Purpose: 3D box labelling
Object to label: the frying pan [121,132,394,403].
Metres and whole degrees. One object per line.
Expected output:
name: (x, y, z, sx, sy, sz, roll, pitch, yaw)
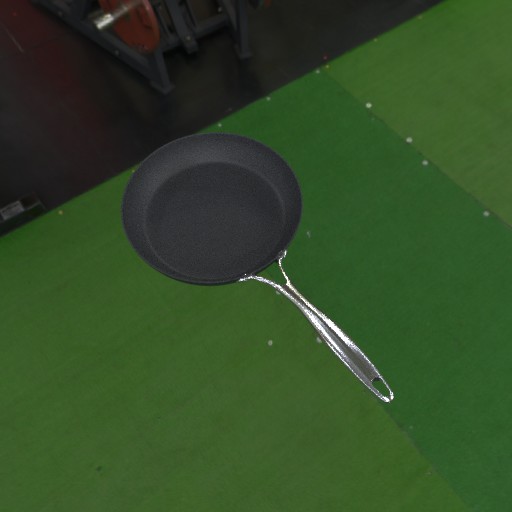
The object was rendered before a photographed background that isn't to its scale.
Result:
frying pan: (0.000, 0.000, 0.581, 0.255, 0.105, 0.472, -31, 67, -15)
